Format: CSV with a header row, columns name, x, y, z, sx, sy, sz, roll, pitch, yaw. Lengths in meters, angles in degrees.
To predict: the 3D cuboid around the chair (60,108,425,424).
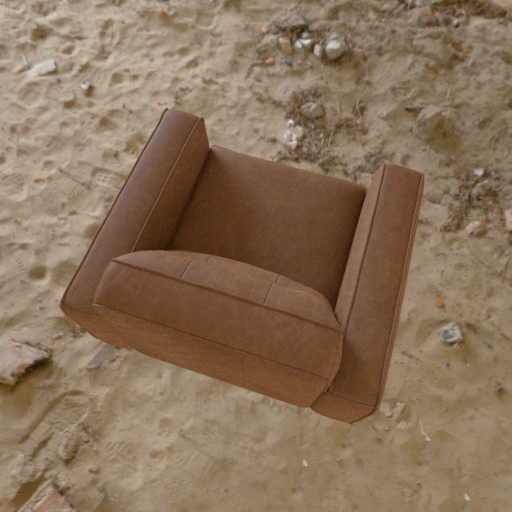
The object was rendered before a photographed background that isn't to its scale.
name,x,y,z,sx,sy,sz,roll,pitch,yaw
chair,0.000,0.000,1.744,1.118,0.782,0.952,16,65,8
